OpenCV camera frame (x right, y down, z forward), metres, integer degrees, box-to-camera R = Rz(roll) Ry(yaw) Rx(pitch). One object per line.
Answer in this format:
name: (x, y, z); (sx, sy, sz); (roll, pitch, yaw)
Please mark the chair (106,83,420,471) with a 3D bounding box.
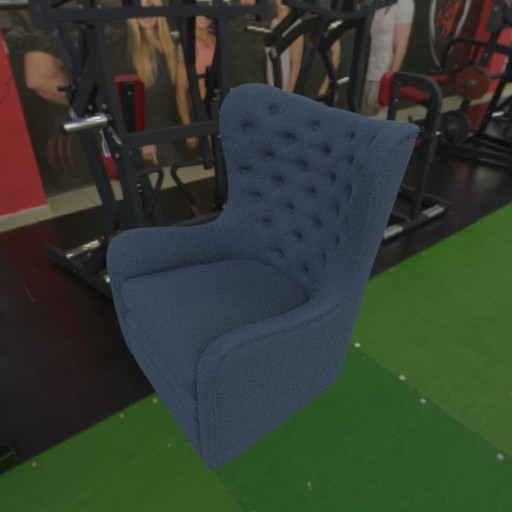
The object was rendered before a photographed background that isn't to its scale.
chair: (0.000, 0.000, 1.693); (0.930, 1.079, 0.831); (-21, 38, -30)
